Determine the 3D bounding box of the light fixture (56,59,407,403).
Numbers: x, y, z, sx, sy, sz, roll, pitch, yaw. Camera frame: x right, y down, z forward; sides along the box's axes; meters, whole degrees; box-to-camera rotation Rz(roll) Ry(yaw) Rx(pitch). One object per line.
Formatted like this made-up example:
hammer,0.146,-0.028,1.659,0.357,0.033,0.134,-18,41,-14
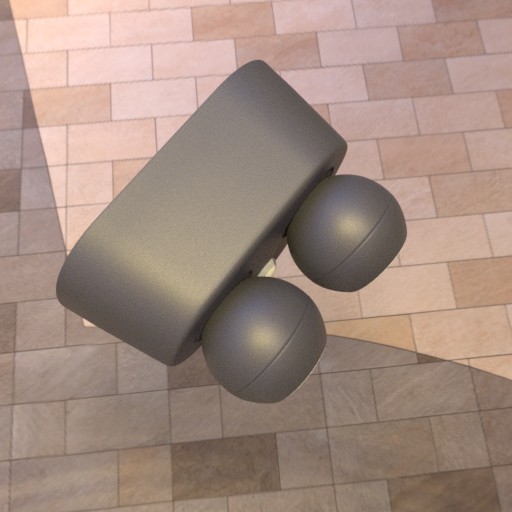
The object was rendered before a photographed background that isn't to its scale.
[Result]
light fixture,0.000,0.000,0.338,0.159,0.159,0.229,37,79,9
